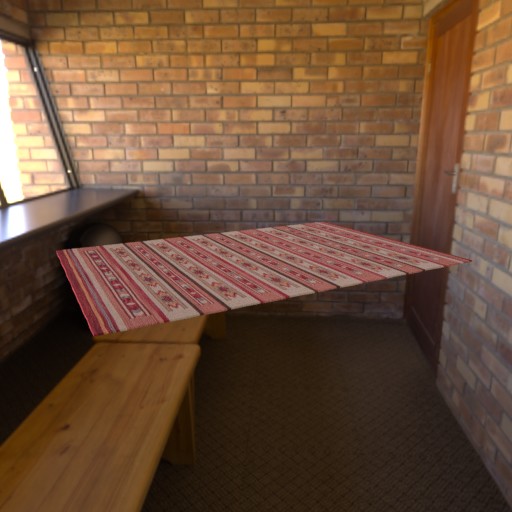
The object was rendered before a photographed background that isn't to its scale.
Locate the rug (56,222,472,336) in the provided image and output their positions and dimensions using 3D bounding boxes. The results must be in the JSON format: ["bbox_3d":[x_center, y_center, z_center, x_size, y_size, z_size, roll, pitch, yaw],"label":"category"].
[{"bbox_3d":[0.000,0.000,2.317,1.817,0.008,1.223,-8,17,-28],"label":"rug"}]
